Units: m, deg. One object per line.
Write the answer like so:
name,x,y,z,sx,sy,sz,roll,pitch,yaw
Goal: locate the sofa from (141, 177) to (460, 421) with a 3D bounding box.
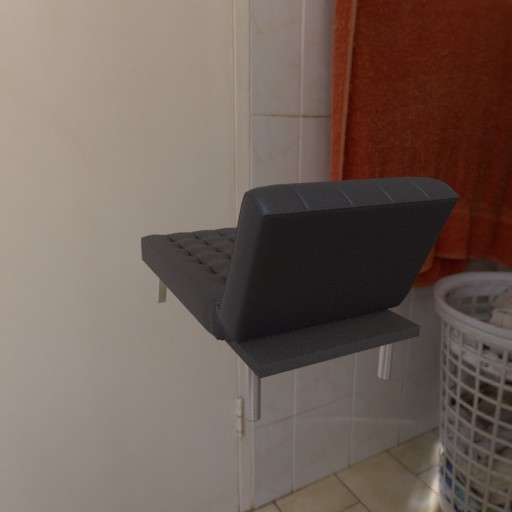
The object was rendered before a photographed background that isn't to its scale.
sofa,0.000,0.000,2.071,0.760,0.820,1.560,-8,17,-25
